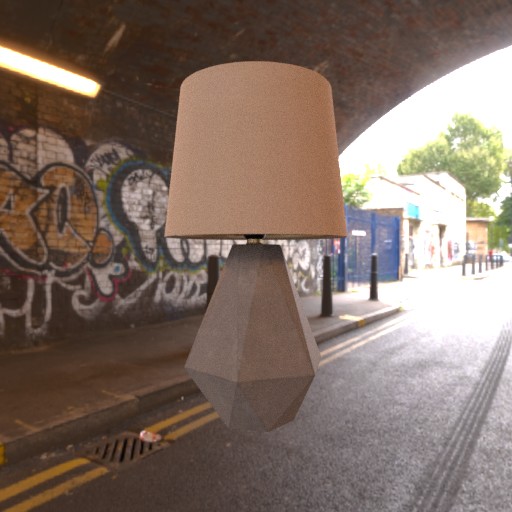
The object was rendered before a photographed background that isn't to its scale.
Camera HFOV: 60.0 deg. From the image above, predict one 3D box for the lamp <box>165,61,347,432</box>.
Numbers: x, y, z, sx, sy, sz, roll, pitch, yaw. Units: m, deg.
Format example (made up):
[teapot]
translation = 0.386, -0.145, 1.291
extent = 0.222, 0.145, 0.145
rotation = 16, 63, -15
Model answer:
[lamp]
translation = 0.000, 0.000, 0.684
extent = 0.276, 0.501, 0.276
rotation = 0, 1, 0
